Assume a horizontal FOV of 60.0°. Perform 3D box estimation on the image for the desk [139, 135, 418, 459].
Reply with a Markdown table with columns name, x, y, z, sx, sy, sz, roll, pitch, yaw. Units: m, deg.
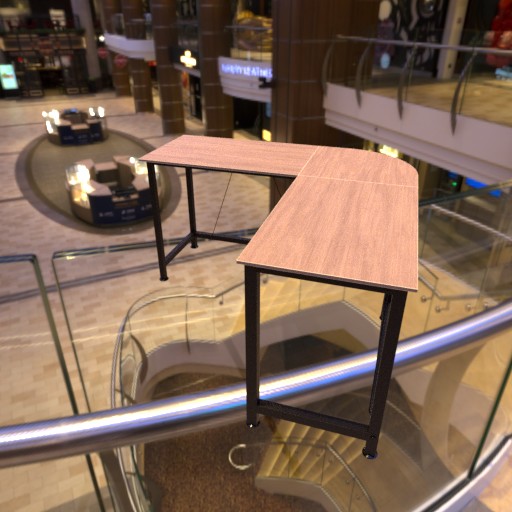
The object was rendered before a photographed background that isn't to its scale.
| name | x | y | z | sx | sy | sz | roll | pitch | yaw |
| --- | --- | --- | --- | --- | --- | --- | --- | --- | --- |
| desk | 0.000 | 0.000 | 2.195 | 1.400 | 0.762 | 1.400 | 9 | 30 | 15 |
